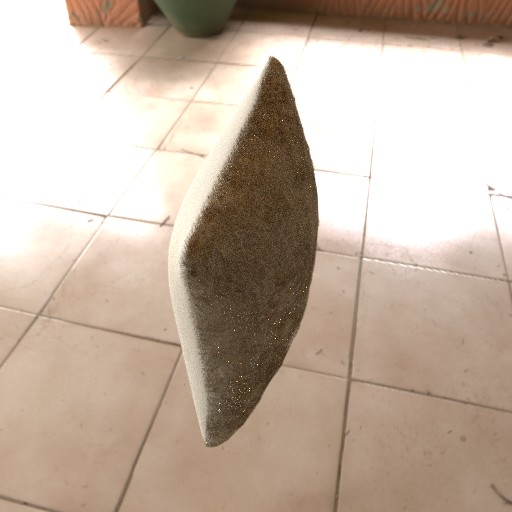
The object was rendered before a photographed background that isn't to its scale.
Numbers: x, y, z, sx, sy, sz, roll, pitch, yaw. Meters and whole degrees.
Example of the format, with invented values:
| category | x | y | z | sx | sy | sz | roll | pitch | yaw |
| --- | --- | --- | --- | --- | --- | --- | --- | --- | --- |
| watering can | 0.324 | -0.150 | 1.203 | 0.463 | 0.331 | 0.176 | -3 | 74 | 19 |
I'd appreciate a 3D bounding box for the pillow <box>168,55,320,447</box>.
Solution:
| category | x | y | z | sx | sy | sz | roll | pitch | yaw |
| --- | --- | --- | --- | --- | --- | --- | --- | --- | --- |
| pillow | 0.000 | 0.000 | 0.807 | 0.216 | 0.525 | 0.538 | 9 | 46 | 9 |
